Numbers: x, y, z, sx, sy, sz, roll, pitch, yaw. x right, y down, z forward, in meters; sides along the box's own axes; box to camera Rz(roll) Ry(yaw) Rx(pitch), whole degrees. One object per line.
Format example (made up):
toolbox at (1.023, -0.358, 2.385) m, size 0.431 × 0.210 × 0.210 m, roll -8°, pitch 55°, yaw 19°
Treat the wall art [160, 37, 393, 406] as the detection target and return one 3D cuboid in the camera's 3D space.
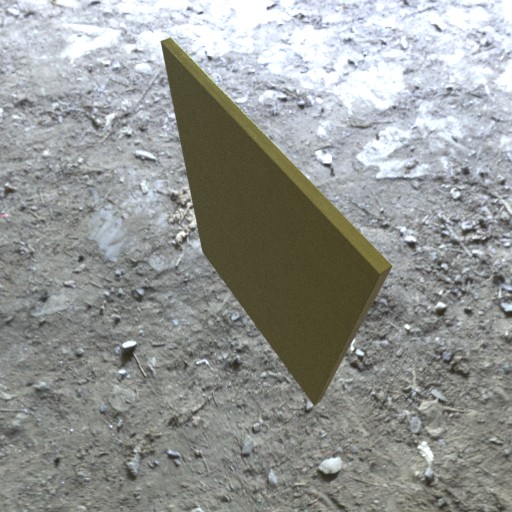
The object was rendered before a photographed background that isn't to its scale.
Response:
wall art at (0.000, 0.000, 1.364) m, size 0.030 × 1.002 × 0.798 m, roll -30°, pitch 64°, yaw -17°
